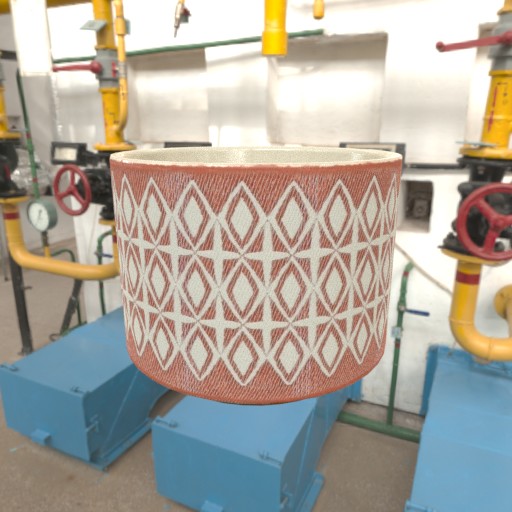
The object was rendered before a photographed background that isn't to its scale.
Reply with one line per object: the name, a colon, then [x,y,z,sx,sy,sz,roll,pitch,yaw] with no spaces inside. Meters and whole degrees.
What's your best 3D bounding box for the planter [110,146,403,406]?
planter: [0.000,0.000,0.325,0.192,0.148,0.192,0,16,0]
